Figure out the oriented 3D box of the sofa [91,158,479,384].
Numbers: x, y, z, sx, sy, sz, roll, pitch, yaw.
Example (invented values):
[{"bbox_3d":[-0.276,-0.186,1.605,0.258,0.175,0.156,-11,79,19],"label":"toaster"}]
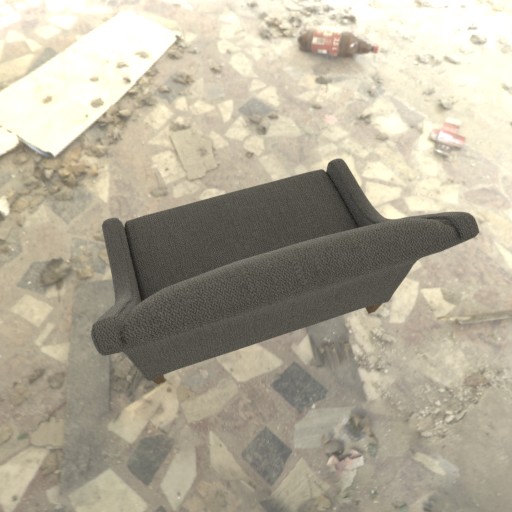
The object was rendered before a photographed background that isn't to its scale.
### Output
[{"bbox_3d":[0.000,0.000,1.921,1.242,1.022,0.873,-16,60,-10],"label":"sofa"}]
